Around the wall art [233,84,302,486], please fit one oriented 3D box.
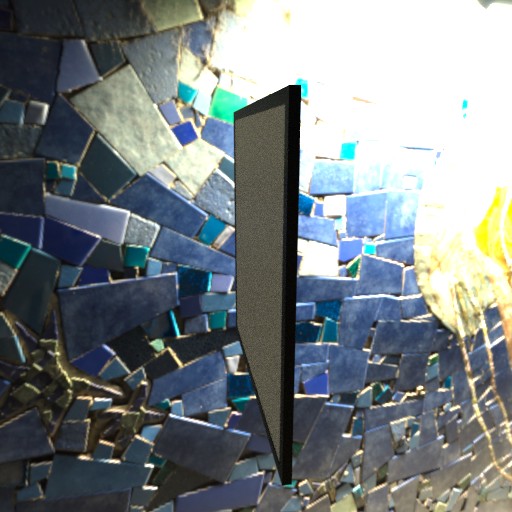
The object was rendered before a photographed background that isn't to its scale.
[{"bbox_3d":[0.000,0.000,1.233,0.022,0.807,0.807,-2,15,-9],"label":"wall art"}]
